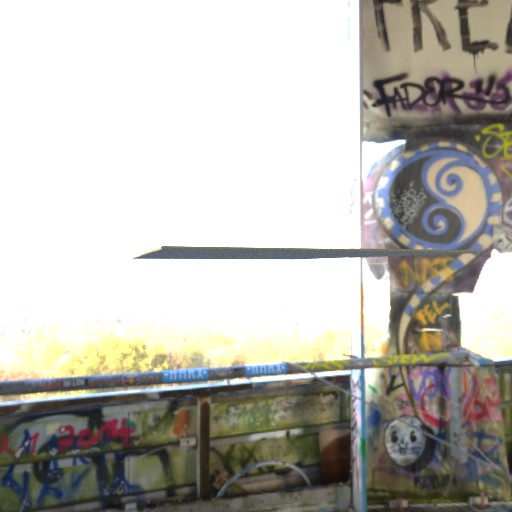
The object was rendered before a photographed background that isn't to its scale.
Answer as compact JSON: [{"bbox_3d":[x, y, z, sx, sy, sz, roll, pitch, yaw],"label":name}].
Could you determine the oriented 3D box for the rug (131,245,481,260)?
[{"bbox_3d":[0.000,0.000,2.977,1.528,0.014,2.294,0,-1,-18],"label":"rug"}]
